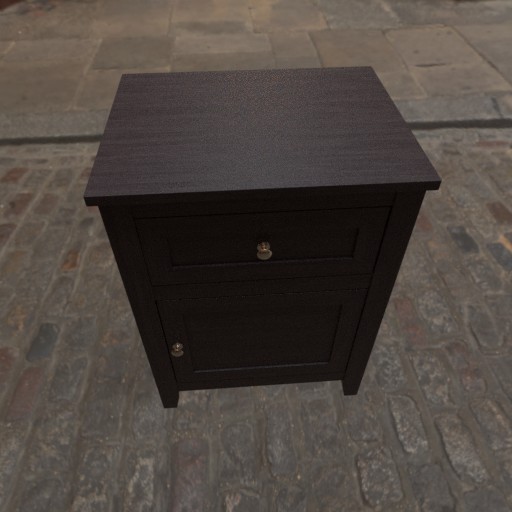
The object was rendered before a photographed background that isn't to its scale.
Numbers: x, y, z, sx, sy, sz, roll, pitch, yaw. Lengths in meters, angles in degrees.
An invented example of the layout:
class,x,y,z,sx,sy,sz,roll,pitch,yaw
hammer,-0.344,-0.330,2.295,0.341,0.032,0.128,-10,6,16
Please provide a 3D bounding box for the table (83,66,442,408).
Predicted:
class,x,y,z,sx,sy,sz,roll,pitch,yaw
table,0.000,0.000,0.946,0.480,0.635,0.381,-3,46,-3
